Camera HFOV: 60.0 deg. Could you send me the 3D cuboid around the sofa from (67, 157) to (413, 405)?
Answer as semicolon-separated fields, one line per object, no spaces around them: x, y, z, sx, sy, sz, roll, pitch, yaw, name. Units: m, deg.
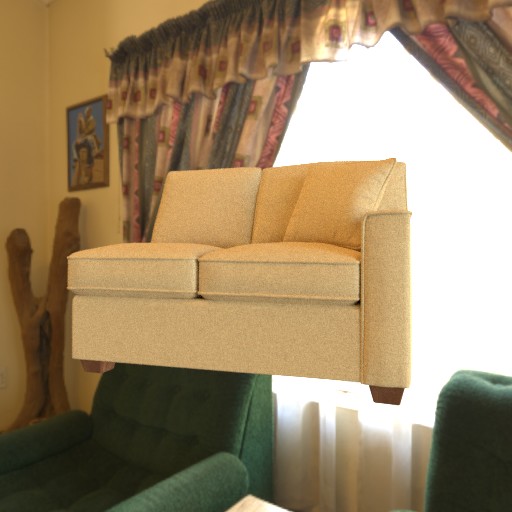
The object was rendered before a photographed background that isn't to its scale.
0.000;0.000;2.086;1.388;0.989;0.991;0;0;19;sofa
